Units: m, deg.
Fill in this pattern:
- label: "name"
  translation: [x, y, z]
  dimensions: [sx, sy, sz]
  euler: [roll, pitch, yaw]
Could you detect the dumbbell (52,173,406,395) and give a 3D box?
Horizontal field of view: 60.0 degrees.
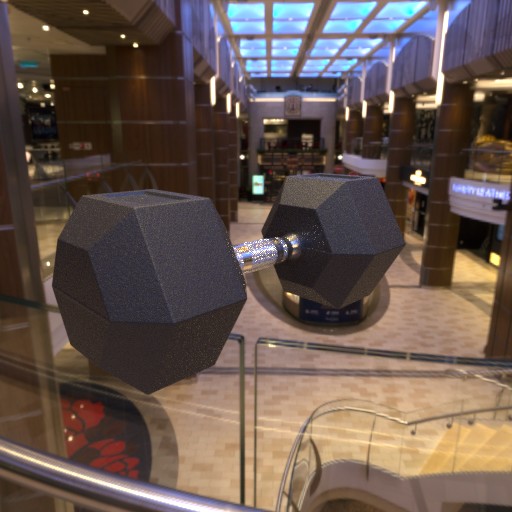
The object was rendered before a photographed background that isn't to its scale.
- label: "dumbbell"
  translation: [0.000, 0.000, 0.470]
  dimensions: [0.384, 0.150, 0.173]
  euler: [-15, 21, -42]
